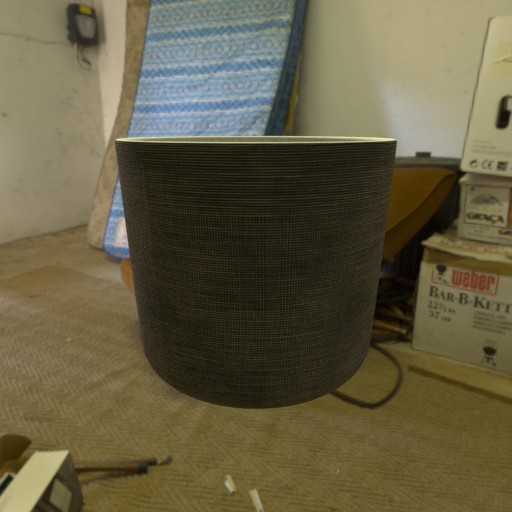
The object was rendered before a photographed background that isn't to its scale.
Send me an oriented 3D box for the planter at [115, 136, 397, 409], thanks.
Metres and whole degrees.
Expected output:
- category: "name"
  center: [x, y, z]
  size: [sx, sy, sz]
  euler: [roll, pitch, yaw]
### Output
- category: "planter"
  center: [0.000, 0.000, 0.777]
  size: [0.440, 0.398, 0.440]
  euler: [0, 16, 0]
